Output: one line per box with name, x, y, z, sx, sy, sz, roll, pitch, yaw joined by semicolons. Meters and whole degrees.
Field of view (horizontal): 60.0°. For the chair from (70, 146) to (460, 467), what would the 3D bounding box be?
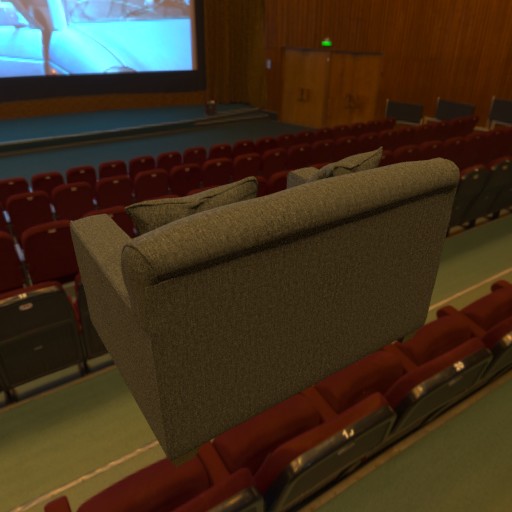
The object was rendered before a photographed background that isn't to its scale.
chair;0.000;0.000;2.015;1.383;0.948;1.000;-18;34;-29
